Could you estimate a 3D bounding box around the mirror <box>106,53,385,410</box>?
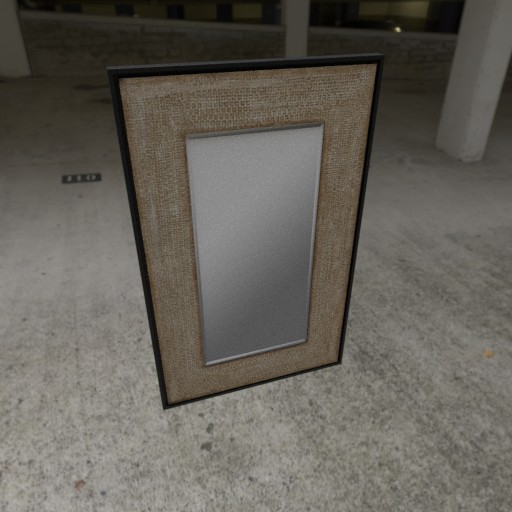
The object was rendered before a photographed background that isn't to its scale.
[{"bbox_3d":[0.000,0.000,1.495,0.762,1.219,0.038,-10,33,-16],"label":"mirror"}]
